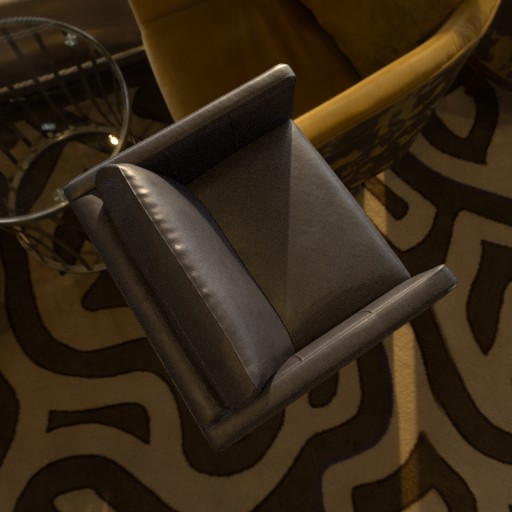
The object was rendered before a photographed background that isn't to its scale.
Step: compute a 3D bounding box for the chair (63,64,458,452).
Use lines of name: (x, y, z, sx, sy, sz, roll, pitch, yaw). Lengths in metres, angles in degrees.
chair: (0.000, 0.000, 1.589, 0.862, 0.811, 0.939, -32, 77, -8)
